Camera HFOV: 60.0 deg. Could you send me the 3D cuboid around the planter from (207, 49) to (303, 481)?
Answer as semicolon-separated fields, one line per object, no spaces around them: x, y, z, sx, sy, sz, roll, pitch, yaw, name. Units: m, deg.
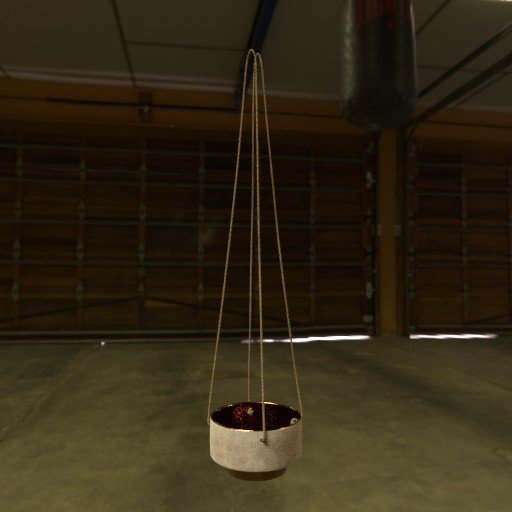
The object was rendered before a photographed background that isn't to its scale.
0.000;0.000;1.100;0.223;1.030;0.223;-2;-3;36;planter
